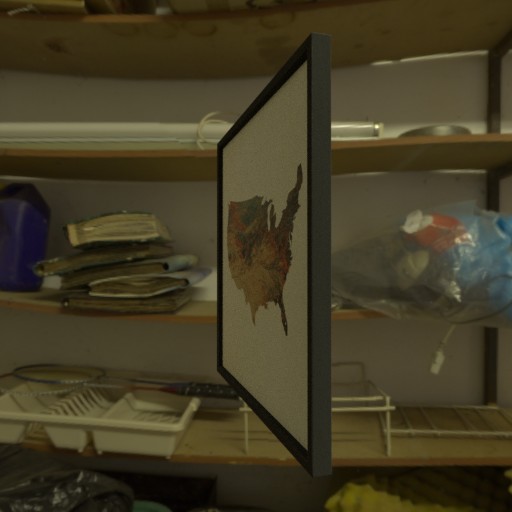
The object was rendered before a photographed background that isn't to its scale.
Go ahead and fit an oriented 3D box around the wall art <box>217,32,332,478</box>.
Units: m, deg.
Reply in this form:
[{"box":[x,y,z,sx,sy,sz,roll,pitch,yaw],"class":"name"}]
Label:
[{"box":[0.000,0.000,0.448,0.015,0.303,0.304,0,-1,-17],"class":"wall art"}]
